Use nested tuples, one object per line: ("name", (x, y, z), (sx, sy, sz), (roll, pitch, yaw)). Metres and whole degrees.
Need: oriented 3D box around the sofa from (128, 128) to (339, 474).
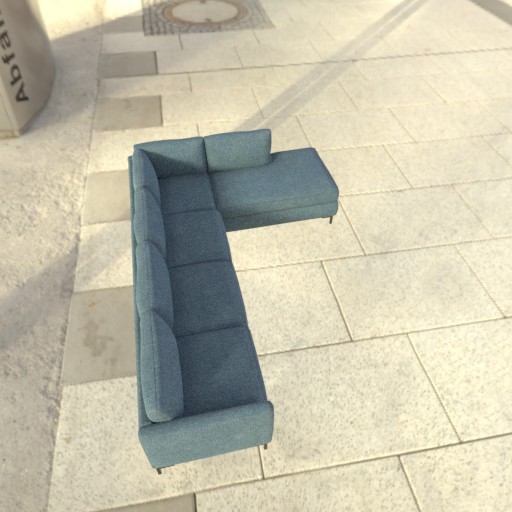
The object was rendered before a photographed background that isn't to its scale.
("sofa", (0.000, 0.000, 3.760), (2.007, 0.815, 2.949), (-9, 47, -9))
